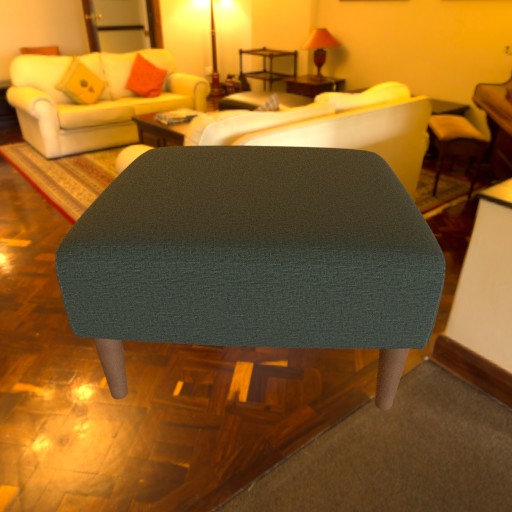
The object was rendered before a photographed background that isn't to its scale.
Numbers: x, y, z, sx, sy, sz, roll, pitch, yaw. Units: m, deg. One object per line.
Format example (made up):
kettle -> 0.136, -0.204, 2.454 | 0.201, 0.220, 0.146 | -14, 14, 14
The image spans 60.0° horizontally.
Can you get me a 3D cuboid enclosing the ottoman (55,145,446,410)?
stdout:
ottoman -> 0.000, 0.000, 1.053 | 0.650, 0.398, 0.649 | 1, 30, 3
